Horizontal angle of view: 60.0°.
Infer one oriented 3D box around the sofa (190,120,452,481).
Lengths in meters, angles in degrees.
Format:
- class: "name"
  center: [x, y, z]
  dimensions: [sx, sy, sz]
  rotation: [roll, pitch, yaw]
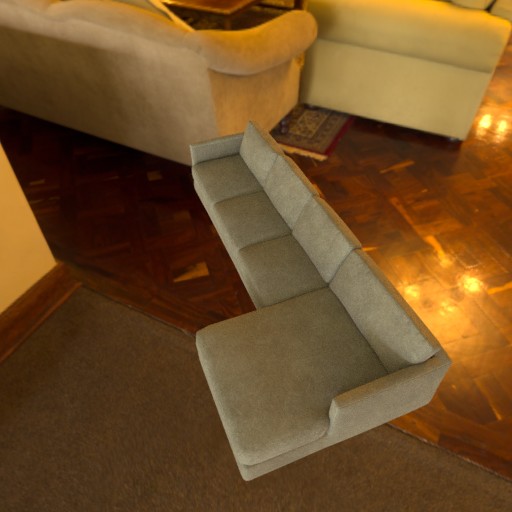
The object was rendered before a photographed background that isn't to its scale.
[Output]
- class: "sofa"
  center: [0.000, 0.000, 4.151]
  dimensions: [1.604, 0.950, 3.471]
  rotation: [-16, 48, -15]
